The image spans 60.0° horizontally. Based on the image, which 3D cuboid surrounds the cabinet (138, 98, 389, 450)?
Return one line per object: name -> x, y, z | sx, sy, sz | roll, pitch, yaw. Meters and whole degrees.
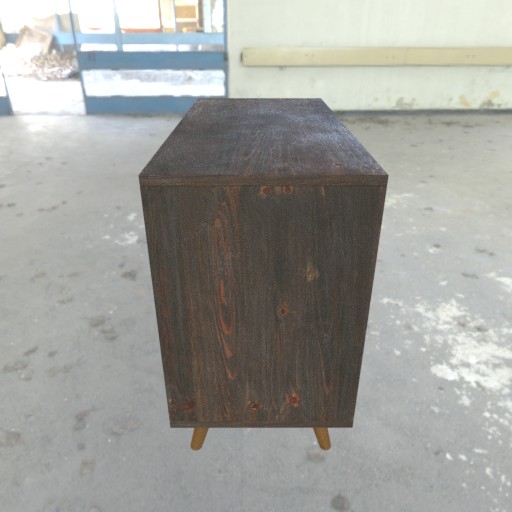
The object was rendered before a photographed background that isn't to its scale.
cabinet -> 0.000, 0.000, 1.537 | 0.529, 0.897, 1.023 | 0, 28, 0
